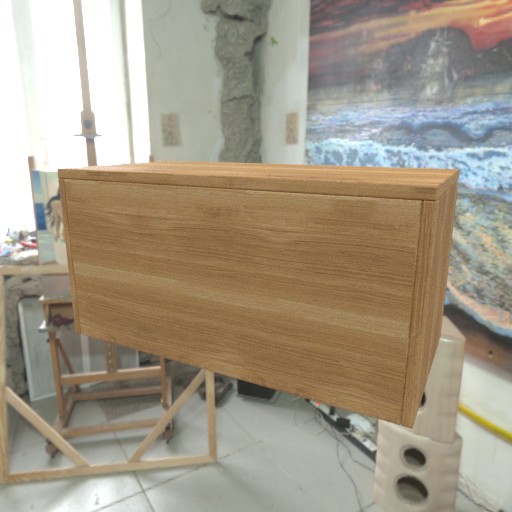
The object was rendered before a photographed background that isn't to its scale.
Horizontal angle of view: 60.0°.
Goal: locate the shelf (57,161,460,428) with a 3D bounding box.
[{"bbox_3d":[0.000,0.000,1.034,0.800,0.400,0.400,8,17,27],"label":"shelf"}]
